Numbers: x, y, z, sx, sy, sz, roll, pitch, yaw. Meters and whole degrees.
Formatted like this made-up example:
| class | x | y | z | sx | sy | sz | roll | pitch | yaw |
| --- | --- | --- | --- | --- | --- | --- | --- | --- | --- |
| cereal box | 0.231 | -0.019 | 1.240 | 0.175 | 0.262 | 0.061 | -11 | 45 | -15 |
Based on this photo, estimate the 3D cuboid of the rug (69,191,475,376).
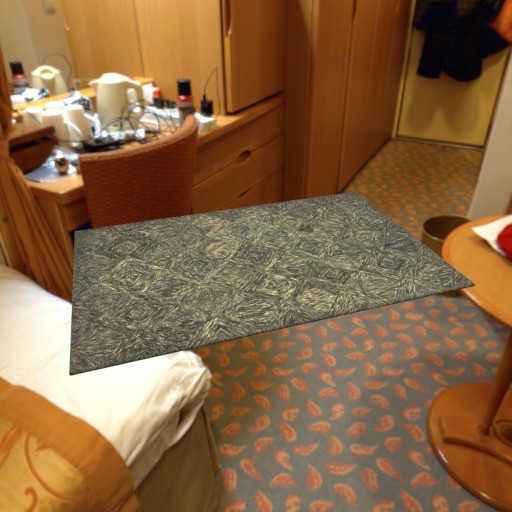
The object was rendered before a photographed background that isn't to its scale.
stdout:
| class | x | y | z | sx | sy | sz | roll | pitch | yaw |
| --- | --- | --- | --- | --- | --- | --- | --- | --- | --- |
| rug | 0.000 | 0.000 | 2.985 | 2.330 | 0.017 | 1.478 | -10 | 33 | -15 |
